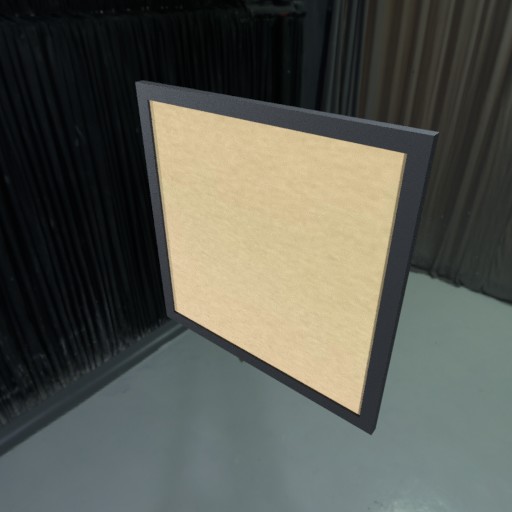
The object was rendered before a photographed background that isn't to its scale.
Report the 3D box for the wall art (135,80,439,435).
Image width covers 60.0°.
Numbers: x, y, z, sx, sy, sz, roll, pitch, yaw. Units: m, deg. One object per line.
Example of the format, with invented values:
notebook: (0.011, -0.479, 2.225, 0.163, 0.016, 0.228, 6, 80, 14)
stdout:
wall art: (0.000, 0.000, 0.531, 0.358, 0.357, 0.012, 23, 38, 32)
